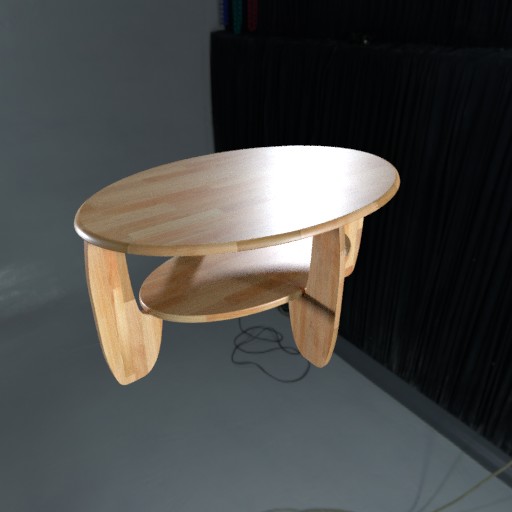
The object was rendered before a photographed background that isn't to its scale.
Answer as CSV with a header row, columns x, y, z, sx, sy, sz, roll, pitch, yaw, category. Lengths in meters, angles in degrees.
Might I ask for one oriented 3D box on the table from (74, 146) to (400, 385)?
x,y,z,sx,sy,sz,roll,pitch,yaw,category
0.000,0.000,1.401,1.040,0.490,0.690,-21,35,-34,table
